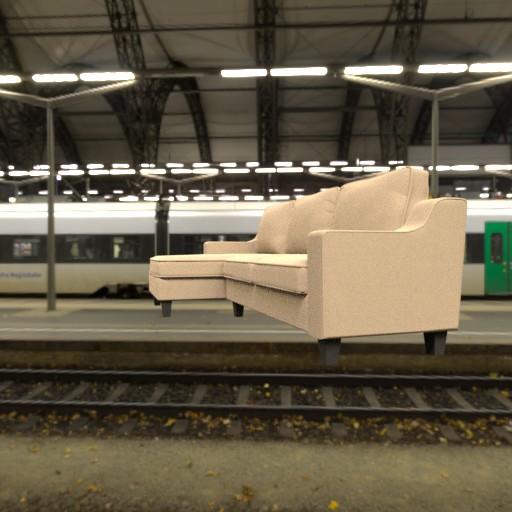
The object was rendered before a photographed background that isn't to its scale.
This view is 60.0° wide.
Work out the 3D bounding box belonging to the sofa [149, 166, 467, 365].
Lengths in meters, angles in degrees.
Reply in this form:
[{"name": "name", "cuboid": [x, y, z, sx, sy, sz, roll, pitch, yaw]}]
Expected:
[{"name": "sofa", "cuboid": [0.000, 0.000, 3.115, 1.294, 0.928, 2.561, 0, 1, -18]}]
